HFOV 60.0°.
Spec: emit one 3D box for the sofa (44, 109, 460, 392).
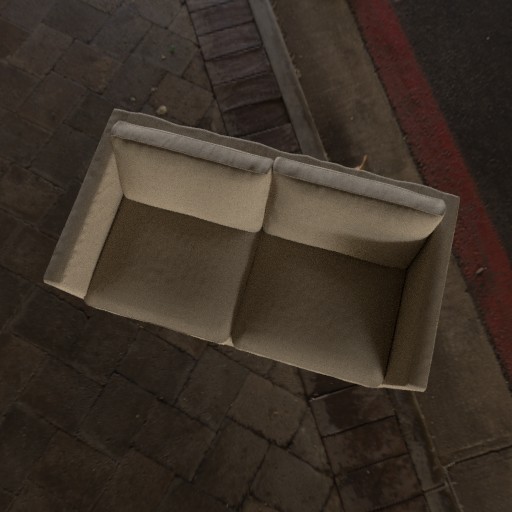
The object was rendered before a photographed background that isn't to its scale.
[{"bbox_3d":[0.000,0.000,2.295,1.766,0.828,0.956,15,76,4],"label":"sofa"}]
